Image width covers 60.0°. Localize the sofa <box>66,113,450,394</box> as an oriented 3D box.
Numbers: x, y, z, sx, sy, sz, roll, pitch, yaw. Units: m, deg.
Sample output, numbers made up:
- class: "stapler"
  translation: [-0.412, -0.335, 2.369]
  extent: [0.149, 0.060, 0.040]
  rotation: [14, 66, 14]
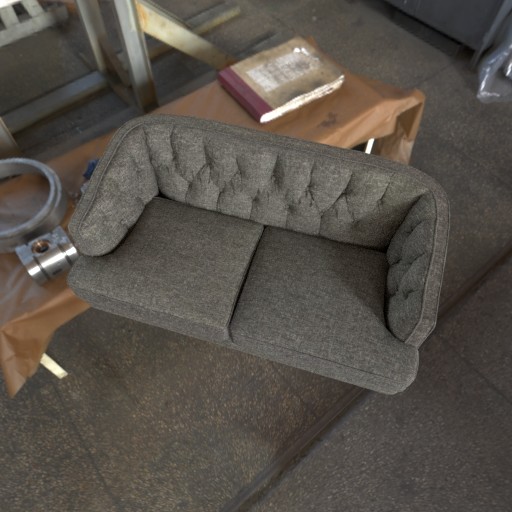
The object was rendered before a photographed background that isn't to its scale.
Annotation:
- class: "sofa"
  translation: [0.000, 0.000, 2.310]
  extent: [1.733, 0.855, 0.941]
  rotation: [15, 60, 9]
